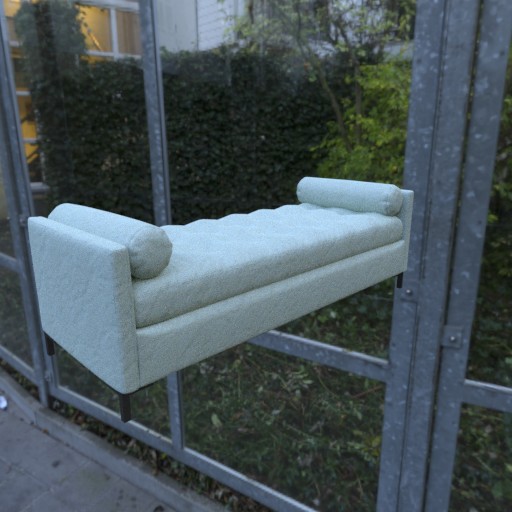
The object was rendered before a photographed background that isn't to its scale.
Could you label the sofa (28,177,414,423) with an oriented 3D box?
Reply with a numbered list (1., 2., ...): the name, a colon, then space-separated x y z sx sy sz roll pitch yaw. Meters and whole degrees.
1. sofa: 0.000 0.000 2.456 2.102 0.705 0.796 -15 22 -43
